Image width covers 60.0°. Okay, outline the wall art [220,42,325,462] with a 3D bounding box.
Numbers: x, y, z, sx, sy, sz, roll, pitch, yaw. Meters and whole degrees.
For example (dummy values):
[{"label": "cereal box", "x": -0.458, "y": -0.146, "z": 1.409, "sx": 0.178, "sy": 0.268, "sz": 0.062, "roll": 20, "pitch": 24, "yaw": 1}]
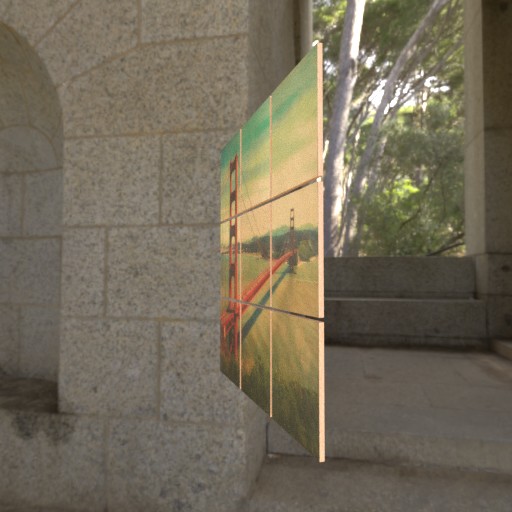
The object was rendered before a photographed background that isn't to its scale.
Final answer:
[{"label": "wall art", "x": 0.000, "y": 0.000, "z": 1.853, "sx": 0.016, "sy": 1.207, "sz": 1.217, "roll": 1, "pitch": -2, "yaw": -18}]
